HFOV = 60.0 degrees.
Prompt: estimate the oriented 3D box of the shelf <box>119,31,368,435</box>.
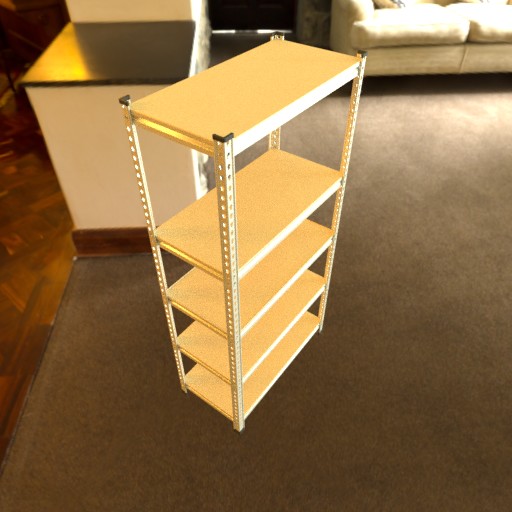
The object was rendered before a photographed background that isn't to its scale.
[{"bbox_3d":[0.000,0.000,2.245,0.457,1.829,0.914,27,49,26],"label":"shelf"}]
